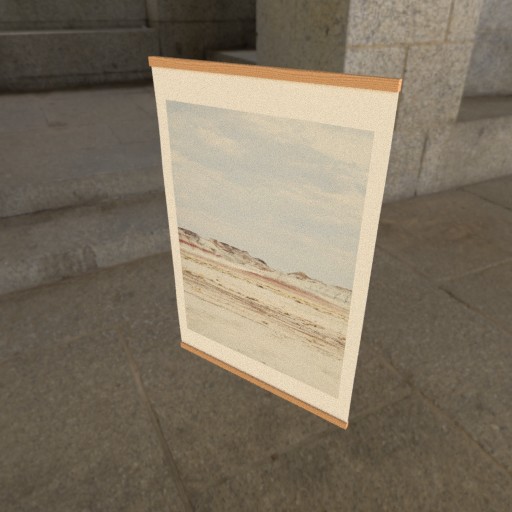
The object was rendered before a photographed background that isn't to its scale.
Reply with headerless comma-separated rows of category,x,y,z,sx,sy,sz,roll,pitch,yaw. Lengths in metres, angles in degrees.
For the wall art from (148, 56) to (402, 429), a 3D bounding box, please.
wall art,0.000,0.000,1.915,1.011,1.521,0.025,19,35,28
